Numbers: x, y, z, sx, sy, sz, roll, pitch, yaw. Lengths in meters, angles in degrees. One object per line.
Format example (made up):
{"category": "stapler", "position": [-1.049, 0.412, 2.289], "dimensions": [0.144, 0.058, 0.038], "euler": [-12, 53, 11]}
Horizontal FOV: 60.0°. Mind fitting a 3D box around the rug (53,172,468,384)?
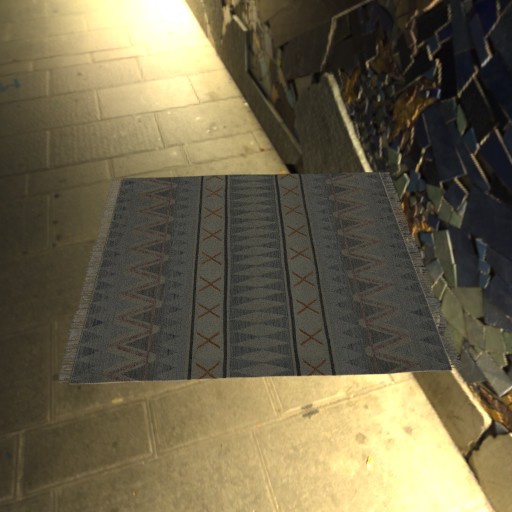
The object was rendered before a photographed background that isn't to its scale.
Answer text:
{"category": "rug", "position": [0.000, 0.000, 3.979], "dimensions": [3.000, 0.012, 2.371], "euler": [-2, 48, -2]}
